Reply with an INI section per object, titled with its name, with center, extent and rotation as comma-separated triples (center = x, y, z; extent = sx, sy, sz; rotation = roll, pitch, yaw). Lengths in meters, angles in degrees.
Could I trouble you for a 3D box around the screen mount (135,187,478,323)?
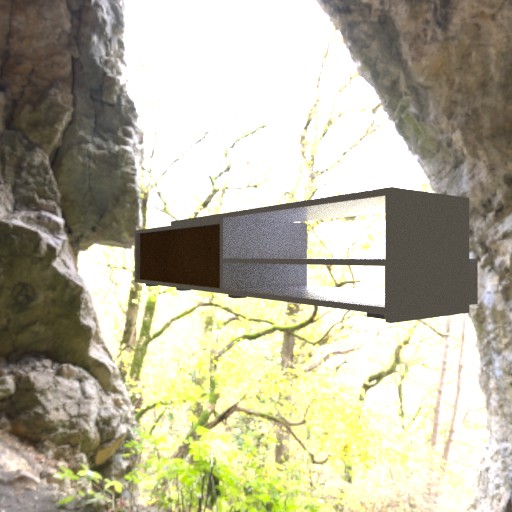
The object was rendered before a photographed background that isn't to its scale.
[screen mount]
center = 0.000, 0.000, 1.841
extent = 0.420, 0.320, 1.680
rotation = 0, 0, -35
